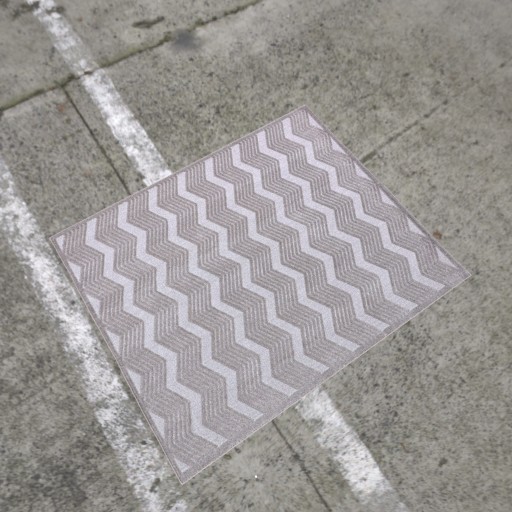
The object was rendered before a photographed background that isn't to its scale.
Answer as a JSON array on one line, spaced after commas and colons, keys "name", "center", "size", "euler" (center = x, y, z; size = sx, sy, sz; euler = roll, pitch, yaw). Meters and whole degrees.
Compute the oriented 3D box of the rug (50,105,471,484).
[{"name": "rug", "center": [0.000, 0.000, 3.909], "size": [2.880, 0.005, 2.391], "euler": [-31, 68, -14]}]
